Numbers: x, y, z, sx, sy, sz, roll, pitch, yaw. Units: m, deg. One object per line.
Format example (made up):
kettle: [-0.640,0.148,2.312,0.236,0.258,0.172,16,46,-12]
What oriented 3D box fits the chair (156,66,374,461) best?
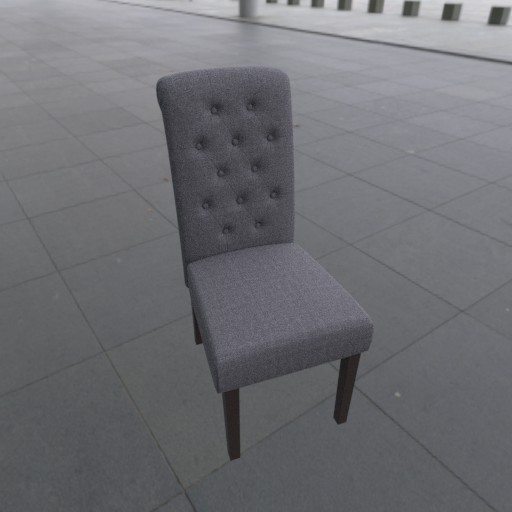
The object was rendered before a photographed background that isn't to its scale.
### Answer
chair: [0.000,0.000,1.384,0.456,1.006,0.671,-11,35,-17]
